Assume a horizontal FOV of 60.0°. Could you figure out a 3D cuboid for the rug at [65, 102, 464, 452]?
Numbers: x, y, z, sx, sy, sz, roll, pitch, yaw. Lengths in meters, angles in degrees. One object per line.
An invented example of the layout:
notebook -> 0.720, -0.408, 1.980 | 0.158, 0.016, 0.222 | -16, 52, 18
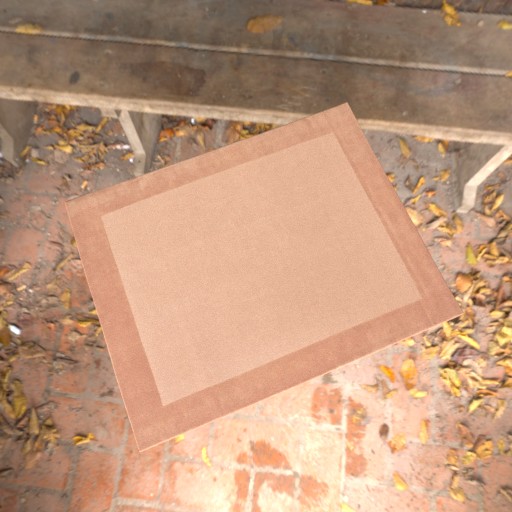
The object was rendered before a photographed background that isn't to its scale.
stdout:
rug -> 0.000, 0.000, 4.151 | 3.057, 0.021, 2.431 | -21, 73, -7
